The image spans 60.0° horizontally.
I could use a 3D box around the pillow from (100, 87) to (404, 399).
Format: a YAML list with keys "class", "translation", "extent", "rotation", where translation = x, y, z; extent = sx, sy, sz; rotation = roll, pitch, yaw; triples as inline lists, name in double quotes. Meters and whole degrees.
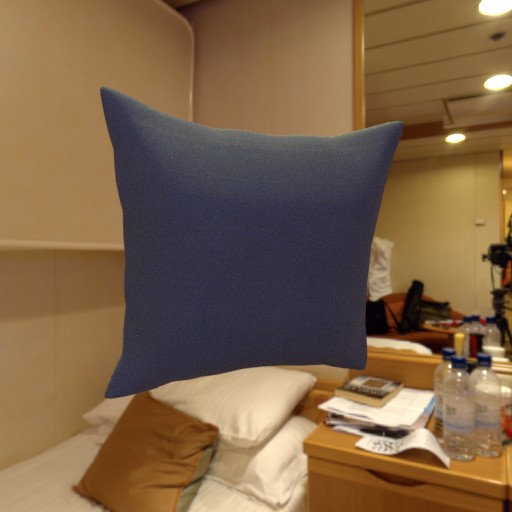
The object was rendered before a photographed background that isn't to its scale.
- class: "pillow"
  translation: [0.000, 0.000, 0.685]
  extent: [0.453, 0.430, 0.200]
  rotation: [0, 0, -18]
